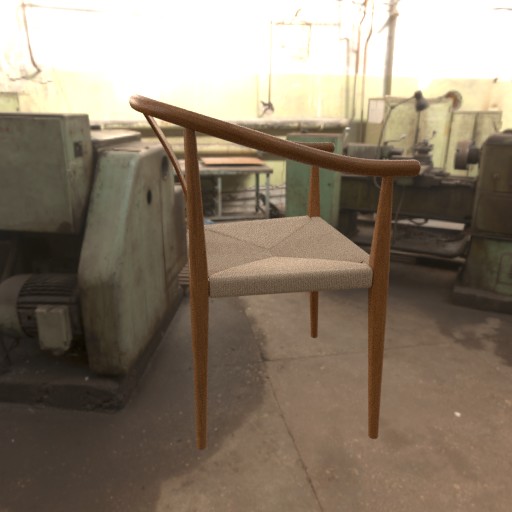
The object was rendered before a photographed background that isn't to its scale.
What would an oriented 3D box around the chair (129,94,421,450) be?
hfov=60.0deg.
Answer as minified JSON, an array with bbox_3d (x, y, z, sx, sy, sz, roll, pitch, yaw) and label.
[{"bbox_3d":[0.000,0.000,1.172,0.579,0.800,0.556,-3,18,-9],"label":"chair"}]
